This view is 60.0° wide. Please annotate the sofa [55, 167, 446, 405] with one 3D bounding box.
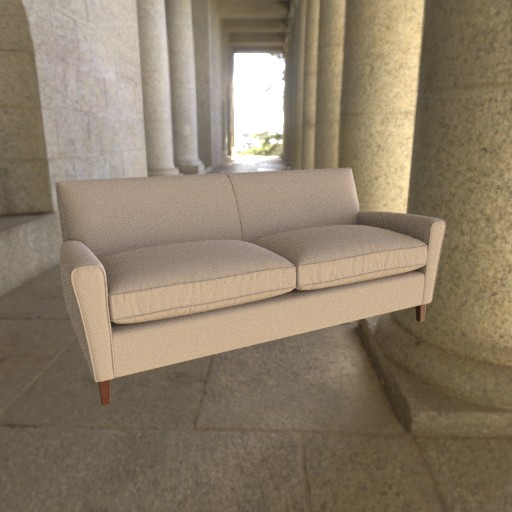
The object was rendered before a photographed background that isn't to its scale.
[{"bbox_3d":[0.000,0.000,2.463,2.000,0.846,0.875,-8,18,-26],"label":"sofa"}]
